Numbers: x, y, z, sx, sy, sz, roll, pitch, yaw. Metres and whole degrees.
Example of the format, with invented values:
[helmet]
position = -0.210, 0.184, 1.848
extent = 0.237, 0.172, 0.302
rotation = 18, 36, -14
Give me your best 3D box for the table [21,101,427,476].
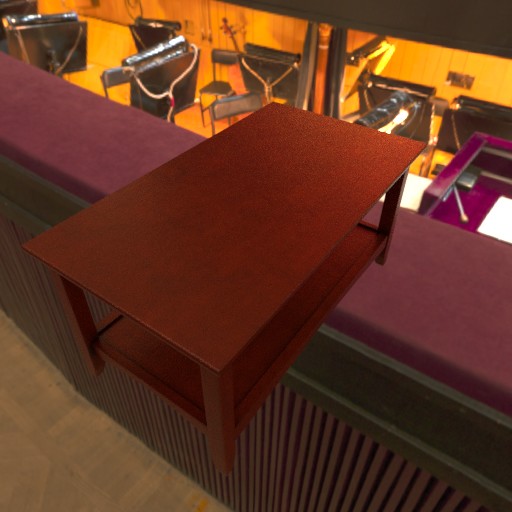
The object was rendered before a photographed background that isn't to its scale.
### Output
[table]
position = 0.000, 0.000, 1.243
extent = 0.533, 0.456, 0.943
rotation = 25, 47, 26
